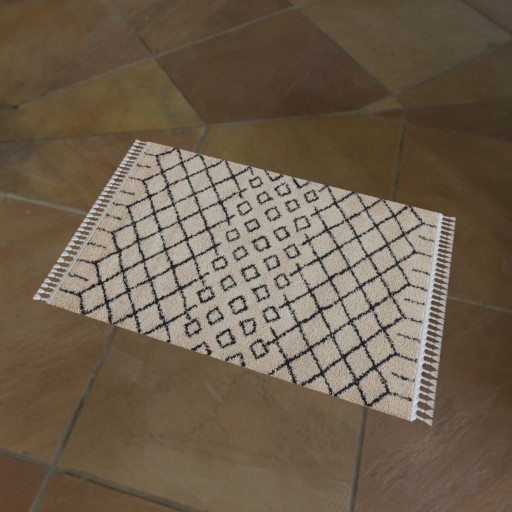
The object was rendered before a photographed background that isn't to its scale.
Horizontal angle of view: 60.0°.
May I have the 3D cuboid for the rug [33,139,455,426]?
[{"bbox_3d":[0.000,0.000,2.392,2.006,0.008,1.196,16,60,9],"label":"rug"}]
